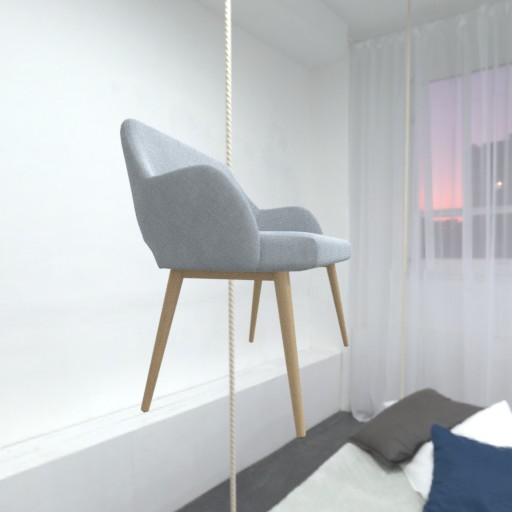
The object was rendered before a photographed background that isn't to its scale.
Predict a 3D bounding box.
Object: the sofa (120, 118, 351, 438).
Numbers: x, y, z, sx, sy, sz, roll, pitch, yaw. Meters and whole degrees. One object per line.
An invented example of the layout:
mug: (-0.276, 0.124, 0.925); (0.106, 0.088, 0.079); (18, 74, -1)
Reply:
sofa: (0.000, 0.000, 1.606); (0.610, 0.840, 1.150); (0, 1, 17)
